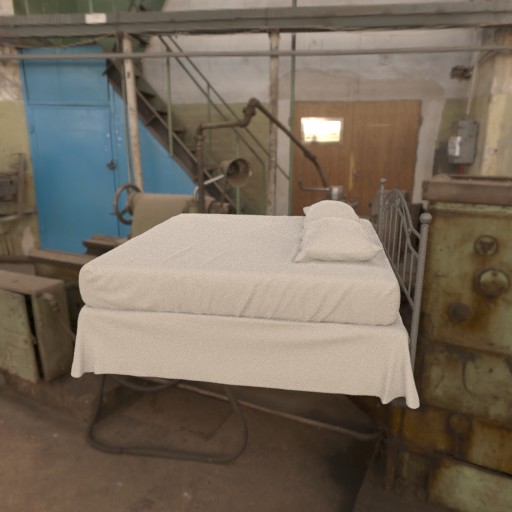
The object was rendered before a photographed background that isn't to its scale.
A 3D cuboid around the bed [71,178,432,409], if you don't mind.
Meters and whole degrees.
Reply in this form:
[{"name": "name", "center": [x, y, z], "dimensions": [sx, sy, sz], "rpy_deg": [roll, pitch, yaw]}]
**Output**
[{"name": "bed", "center": [0.000, 0.000, 3.544], "dimensions": [2.220, 1.080, 2.309], "rpy_deg": [2, 15, 9]}]
